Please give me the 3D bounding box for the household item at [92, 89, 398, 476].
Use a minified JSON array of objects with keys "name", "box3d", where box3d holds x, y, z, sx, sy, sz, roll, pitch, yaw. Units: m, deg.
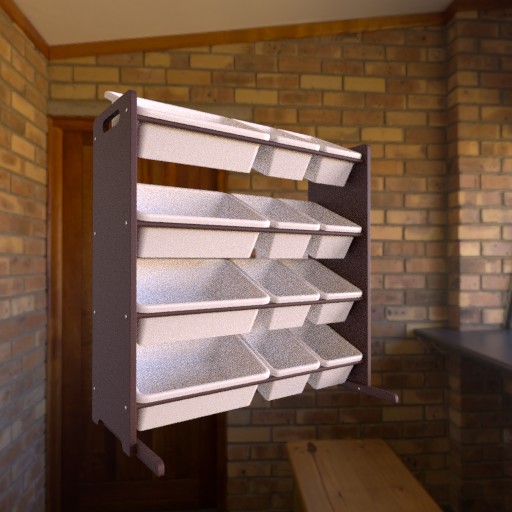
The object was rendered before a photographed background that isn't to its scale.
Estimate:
[{"name":"household item","box3d":[0.000,0.000,1.243,0.787,0.864,0.389,0,-1,-36]}]
